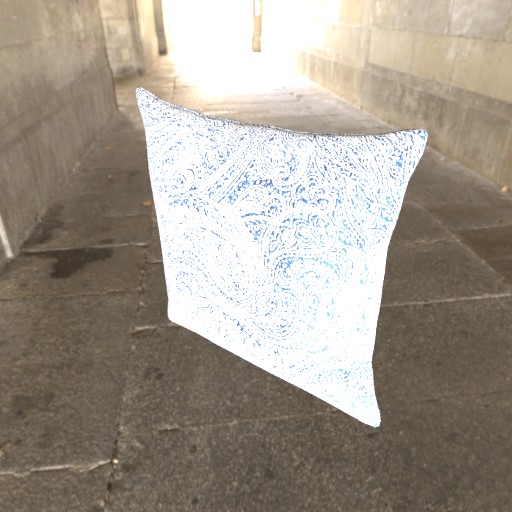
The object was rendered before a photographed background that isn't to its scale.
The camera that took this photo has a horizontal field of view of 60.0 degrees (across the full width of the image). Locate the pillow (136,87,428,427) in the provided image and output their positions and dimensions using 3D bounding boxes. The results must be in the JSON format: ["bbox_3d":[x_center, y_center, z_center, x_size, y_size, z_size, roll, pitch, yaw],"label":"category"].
[{"bbox_3d":[0.000,0.000,0.772,0.523,0.510,0.166,21,35,32],"label":"pillow"}]
